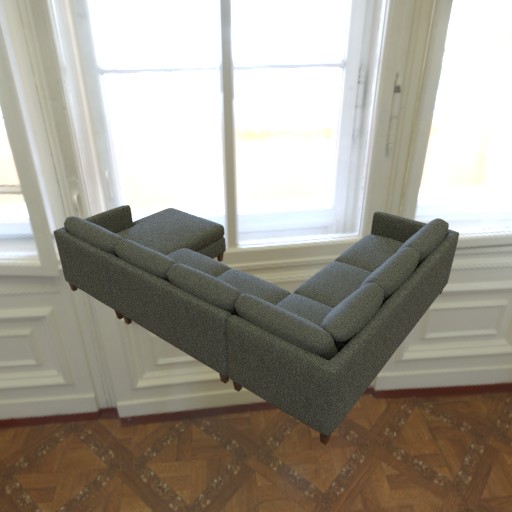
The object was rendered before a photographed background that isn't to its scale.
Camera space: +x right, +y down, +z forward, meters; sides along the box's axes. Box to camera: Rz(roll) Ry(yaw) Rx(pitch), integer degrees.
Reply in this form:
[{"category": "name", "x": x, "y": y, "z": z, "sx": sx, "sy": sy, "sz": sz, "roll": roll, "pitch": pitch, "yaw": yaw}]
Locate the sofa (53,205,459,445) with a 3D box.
[{"category": "sofa", "x": 0.000, "y": 0.000, "z": 4.543, "sx": 3.238, "sy": 0.853, "sz": 2.551, "roll": 21, "pitch": 35, "yaw": 33}]
